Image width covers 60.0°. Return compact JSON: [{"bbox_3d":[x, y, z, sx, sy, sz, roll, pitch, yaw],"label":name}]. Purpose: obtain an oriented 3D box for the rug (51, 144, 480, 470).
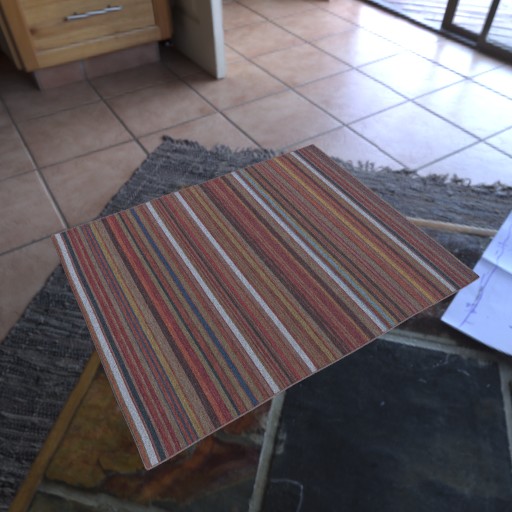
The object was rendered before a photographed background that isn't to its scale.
[{"bbox_3d":[0.000,0.000,4.031,3.092,0.023,2.479,-23,51,-21],"label":"rug"}]
